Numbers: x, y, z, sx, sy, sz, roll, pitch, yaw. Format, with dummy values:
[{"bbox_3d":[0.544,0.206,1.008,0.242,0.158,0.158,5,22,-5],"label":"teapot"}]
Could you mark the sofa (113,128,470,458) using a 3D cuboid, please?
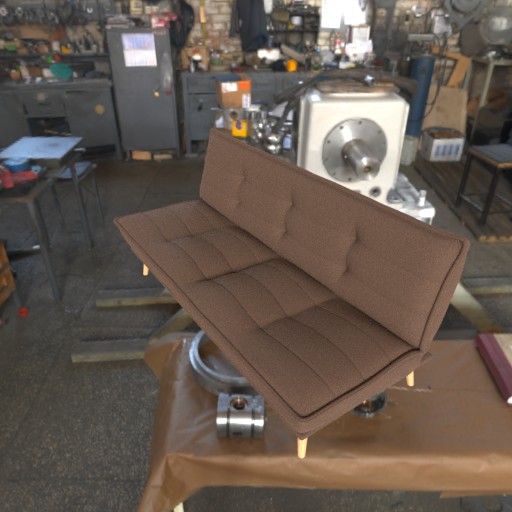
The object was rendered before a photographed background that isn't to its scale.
[{"bbox_3d":[0.000,0.000,2.402,0.950,0.890,1.940,-19,36,-29],"label":"sofa"}]
